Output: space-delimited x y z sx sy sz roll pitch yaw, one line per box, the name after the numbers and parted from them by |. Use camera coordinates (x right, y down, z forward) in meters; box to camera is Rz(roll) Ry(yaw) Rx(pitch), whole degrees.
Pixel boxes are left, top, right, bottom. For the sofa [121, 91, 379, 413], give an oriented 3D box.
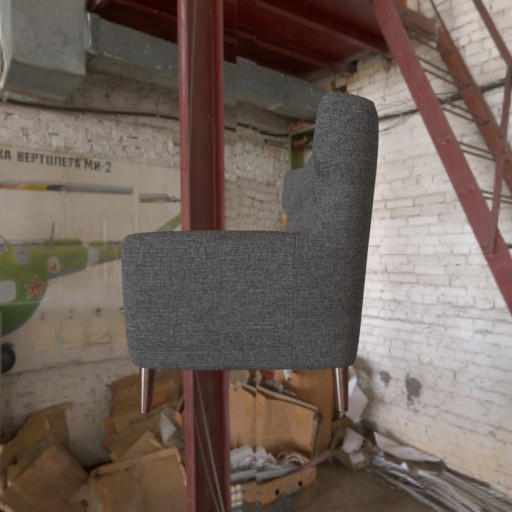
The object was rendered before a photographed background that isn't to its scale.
0.000 0.000 2.017 0.874 1.028 1.358 0 0 -1 | sofa
